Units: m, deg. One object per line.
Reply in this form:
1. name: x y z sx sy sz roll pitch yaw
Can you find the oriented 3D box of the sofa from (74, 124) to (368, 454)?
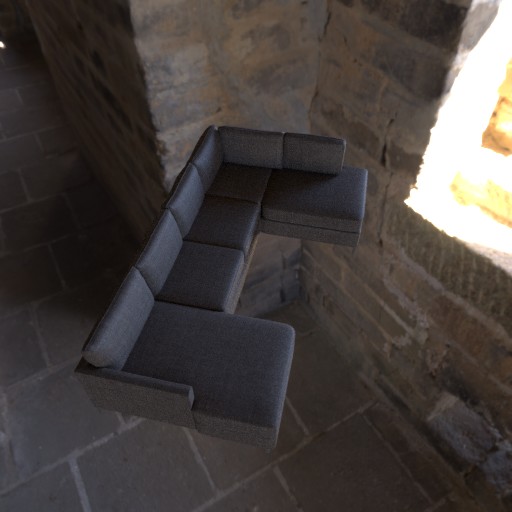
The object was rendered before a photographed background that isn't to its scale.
1. sofa: 0.000 0.000 4.446 2.048 0.999 3.423 9 47 9
